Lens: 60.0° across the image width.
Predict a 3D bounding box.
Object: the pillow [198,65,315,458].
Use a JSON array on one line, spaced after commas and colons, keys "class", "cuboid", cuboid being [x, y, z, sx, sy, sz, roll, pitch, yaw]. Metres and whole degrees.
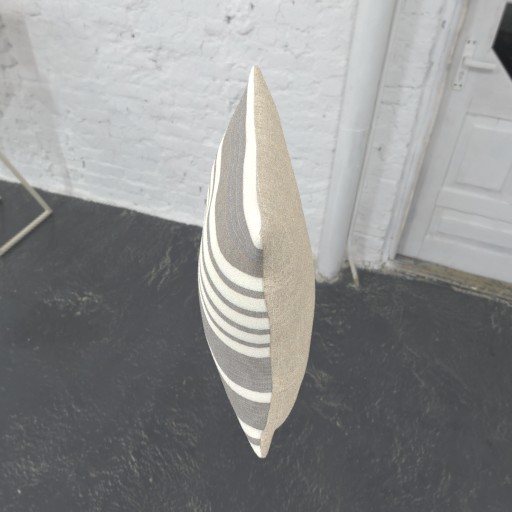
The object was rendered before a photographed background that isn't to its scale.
[{"class": "pillow", "cuboid": [0.000, 0.000, 0.687, 0.182, 0.440, 0.439, 0, 41, 0]}]
